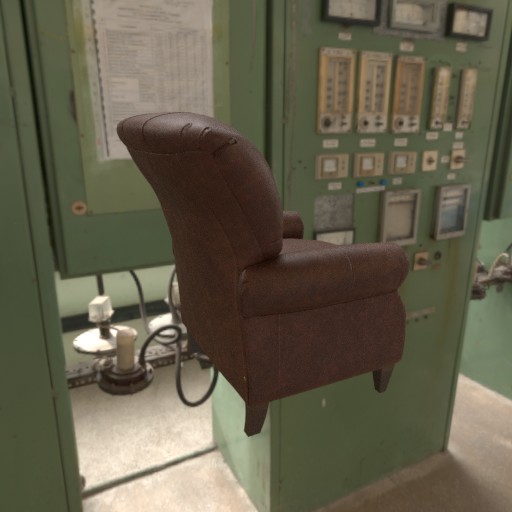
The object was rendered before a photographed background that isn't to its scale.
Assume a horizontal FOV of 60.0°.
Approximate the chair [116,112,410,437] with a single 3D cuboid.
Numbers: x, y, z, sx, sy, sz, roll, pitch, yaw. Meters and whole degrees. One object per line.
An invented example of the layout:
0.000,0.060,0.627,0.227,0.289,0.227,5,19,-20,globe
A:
0.000,0.000,1.898,1.031,1.162,0.979,-8,18,-25,chair
